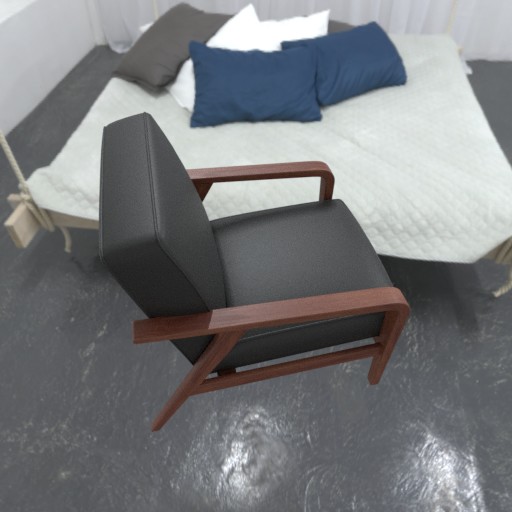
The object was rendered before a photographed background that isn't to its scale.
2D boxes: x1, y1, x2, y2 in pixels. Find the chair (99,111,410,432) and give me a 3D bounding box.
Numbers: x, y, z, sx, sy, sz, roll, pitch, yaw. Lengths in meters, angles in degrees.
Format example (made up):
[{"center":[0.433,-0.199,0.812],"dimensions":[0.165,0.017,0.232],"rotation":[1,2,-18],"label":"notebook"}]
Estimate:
[{"center":[0.000,0.000,1.516],"dimensions":[0.889,0.861,0.719],"rotation":[-9,47,-9],"label":"chair"}]
